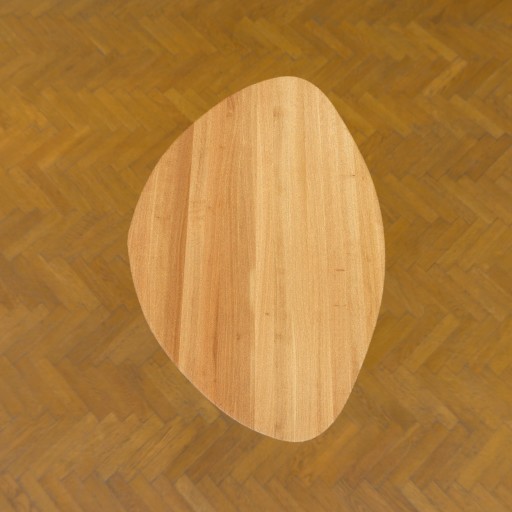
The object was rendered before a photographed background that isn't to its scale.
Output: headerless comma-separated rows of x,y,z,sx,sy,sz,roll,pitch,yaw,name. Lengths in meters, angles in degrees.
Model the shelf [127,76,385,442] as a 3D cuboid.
0.000,0.000,1.670,0.845,0.440,1.246,0,75,0,shelf
